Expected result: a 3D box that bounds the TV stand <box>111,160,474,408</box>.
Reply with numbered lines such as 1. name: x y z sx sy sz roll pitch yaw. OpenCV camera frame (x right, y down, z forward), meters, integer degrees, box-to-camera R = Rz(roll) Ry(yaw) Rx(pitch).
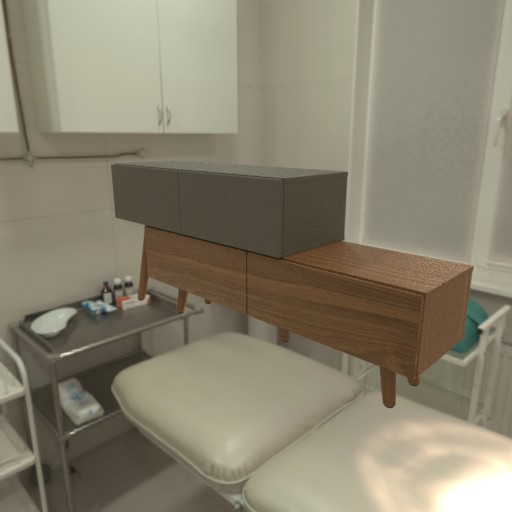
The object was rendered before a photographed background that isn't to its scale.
1. TV stand: 0.000 0.000 1.551 1.336 0.591 0.329 14 21 42
